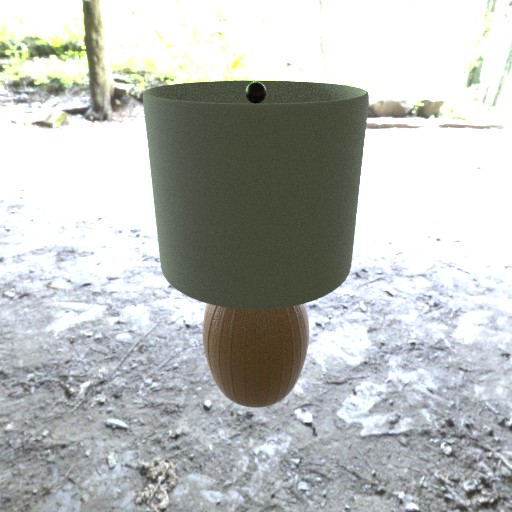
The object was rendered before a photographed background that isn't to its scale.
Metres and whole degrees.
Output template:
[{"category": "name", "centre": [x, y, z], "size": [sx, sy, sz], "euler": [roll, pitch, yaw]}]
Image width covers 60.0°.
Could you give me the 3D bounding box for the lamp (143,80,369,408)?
[{"category": "lamp", "centre": [0.000, 0.000, 0.777], "size": [0.329, 0.570, 0.329], "euler": [0, 26, 0]}]
